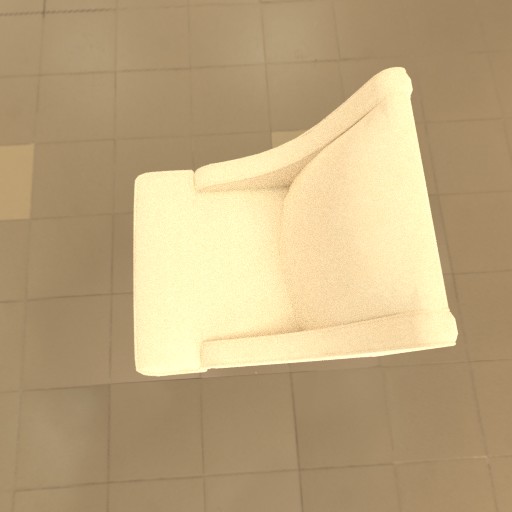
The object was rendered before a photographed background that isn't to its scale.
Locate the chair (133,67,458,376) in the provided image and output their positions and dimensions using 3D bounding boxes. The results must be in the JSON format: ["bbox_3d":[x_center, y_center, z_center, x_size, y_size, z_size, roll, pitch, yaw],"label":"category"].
[{"bbox_3d":[0.000,0.000,1.405,0.806,0.886,0.689,-4,75,-1],"label":"chair"}]
